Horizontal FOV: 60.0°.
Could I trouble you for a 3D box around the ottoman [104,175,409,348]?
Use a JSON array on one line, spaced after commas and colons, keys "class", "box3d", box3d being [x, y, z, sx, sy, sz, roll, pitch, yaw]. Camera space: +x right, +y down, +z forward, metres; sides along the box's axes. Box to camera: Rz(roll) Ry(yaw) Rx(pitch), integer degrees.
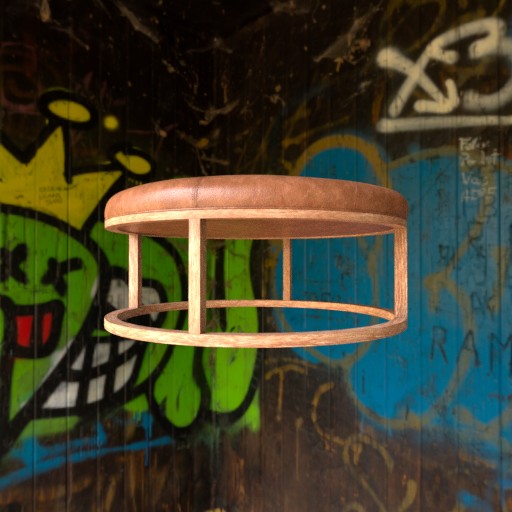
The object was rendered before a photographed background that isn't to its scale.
[{"class": "ottoman", "box3d": [0.000, 0.000, 1.542, 1.006, 0.445, 1.006, 0, -1, 0]}]
